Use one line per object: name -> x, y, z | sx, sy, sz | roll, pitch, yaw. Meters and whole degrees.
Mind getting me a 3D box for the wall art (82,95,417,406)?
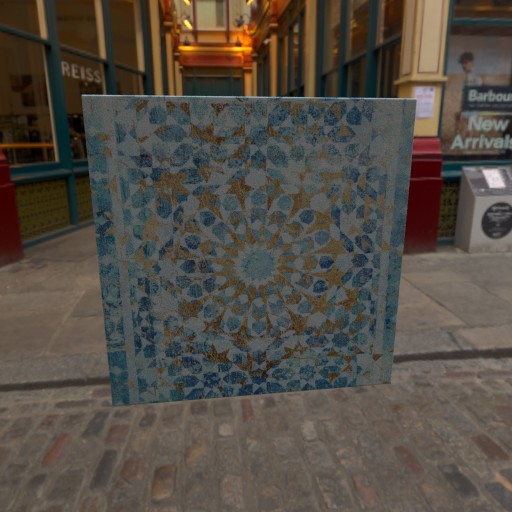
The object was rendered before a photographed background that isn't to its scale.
wall art -> 0.000, 0.000, 0.602 | 0.405, 0.405, 0.037 | -2, 16, -8
